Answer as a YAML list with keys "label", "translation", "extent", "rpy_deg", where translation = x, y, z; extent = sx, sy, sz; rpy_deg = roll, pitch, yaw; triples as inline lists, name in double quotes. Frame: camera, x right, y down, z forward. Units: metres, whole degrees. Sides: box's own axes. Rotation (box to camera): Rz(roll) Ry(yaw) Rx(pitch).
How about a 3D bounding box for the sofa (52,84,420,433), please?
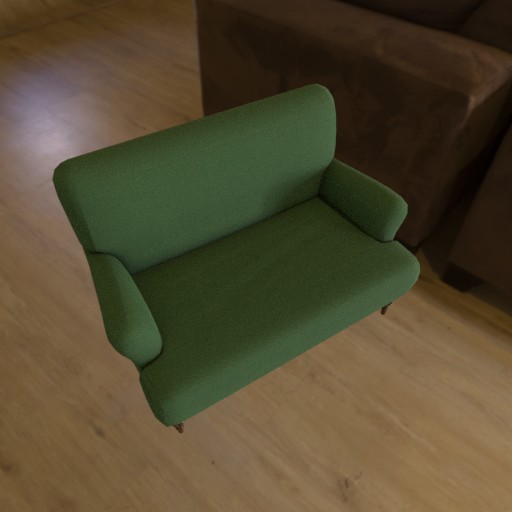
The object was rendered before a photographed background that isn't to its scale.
- label: "sofa"
  translation: [0.000, 0.000, 1.814]
  extent: [1.297, 0.889, 0.779]
  rpy_deg: [-25, 52, -21]
